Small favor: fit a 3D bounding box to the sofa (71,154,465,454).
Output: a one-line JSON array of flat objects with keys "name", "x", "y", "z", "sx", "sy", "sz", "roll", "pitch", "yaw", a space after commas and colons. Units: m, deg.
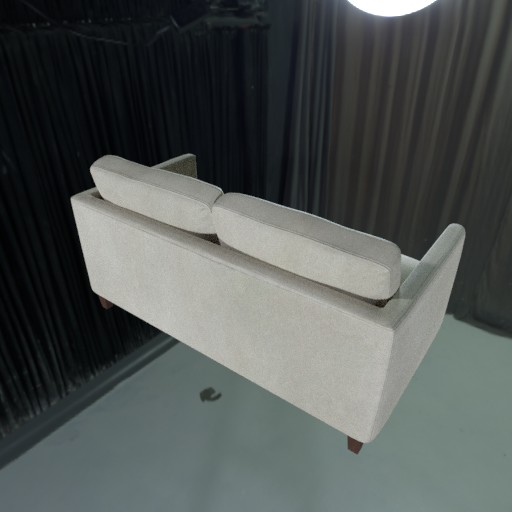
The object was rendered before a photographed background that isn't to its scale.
[{"name": "sofa", "x": 0.000, "y": 0.000, "z": 2.373, "sx": 1.846, "sy": 0.940, "sz": 0.950, "roll": 21, "pitch": 37, "yaw": 30}]
